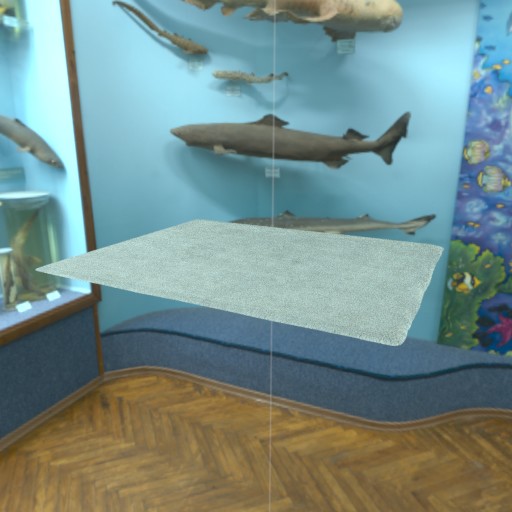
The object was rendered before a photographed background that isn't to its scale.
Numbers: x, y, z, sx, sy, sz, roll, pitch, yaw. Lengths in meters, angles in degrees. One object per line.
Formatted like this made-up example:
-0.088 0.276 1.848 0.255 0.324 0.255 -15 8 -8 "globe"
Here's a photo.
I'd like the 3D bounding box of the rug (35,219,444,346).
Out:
0.000 0.000 3.957 2.933 0.027 2.332 8 18 26 "rug"
